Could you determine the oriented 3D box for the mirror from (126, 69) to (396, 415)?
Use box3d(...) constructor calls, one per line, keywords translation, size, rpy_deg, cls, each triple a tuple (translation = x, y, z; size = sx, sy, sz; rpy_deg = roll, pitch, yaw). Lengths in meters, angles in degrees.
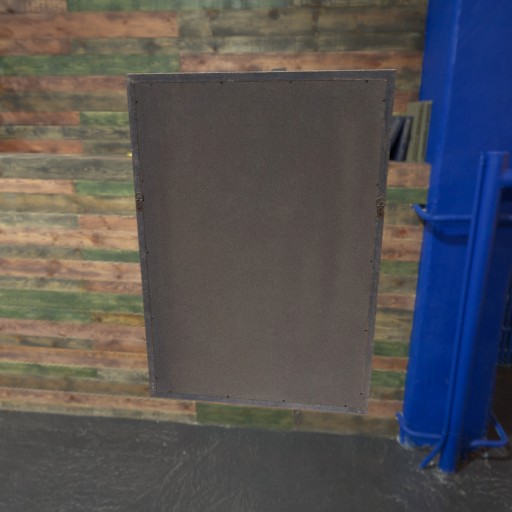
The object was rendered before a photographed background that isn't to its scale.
box3d(translation=(0.000, 0.000, 1.292), size=(0.705, 0.996, 0.025), rpy_deg=(2, 17, 8), cls="mirror")
